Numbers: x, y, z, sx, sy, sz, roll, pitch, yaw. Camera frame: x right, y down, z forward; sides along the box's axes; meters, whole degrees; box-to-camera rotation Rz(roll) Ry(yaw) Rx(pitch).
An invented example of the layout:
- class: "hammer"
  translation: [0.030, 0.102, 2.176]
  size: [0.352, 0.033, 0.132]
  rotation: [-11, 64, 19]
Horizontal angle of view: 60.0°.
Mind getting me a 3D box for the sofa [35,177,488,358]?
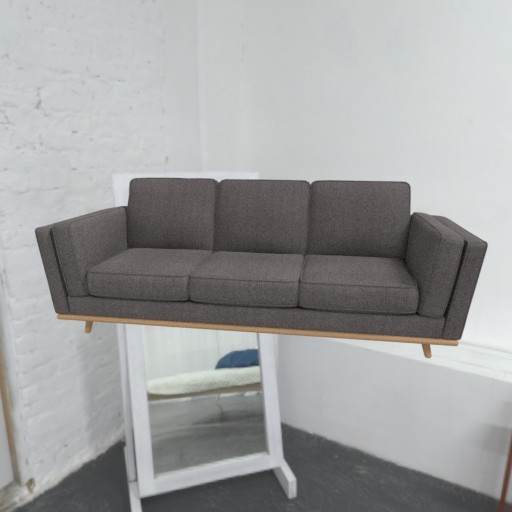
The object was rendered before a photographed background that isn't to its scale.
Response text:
- class: "sofa"
  translation: [0.000, 0.000, 2.730]
  size: [2.362, 0.899, 0.903]
  rotation: [2, 14, 9]
